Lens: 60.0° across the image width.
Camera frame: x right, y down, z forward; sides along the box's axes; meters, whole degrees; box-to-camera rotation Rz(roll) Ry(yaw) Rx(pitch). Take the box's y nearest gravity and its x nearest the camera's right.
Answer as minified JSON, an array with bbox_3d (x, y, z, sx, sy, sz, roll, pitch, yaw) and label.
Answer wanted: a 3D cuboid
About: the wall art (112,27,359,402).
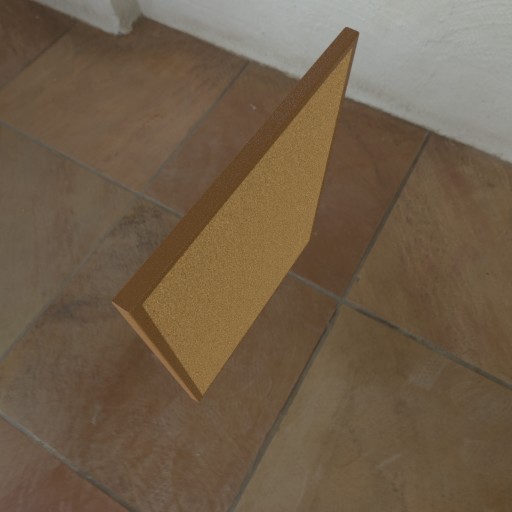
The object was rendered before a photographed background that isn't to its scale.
[{"bbox_3d":[0.000,0.000,0.729,0.021,0.550,0.449,31,68,14],"label":"wall art"}]
